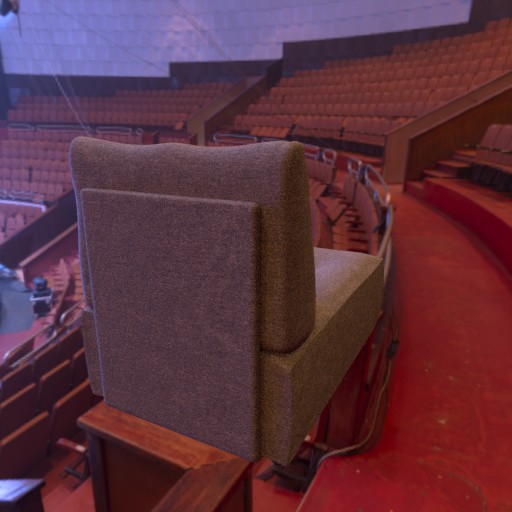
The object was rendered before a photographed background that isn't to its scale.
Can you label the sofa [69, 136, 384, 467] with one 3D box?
[{"bbox_3d":[0.000,0.000,1.555,0.700,0.820,1.000,9,18,27],"label":"sofa"}]
